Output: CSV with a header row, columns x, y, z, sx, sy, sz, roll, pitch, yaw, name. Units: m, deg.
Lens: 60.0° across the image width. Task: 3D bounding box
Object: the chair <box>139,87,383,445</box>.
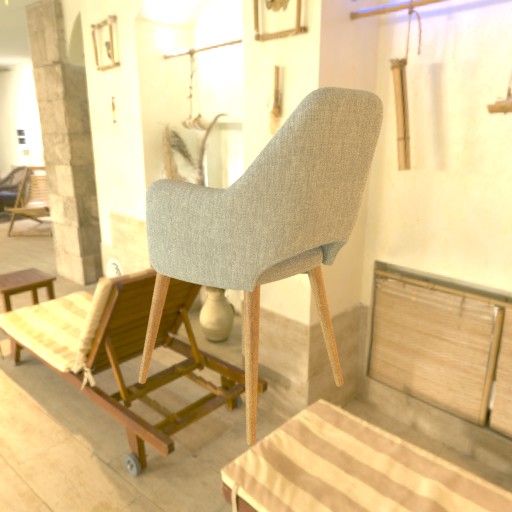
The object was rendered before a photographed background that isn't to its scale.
x,y,z,sx,sy,sz,roll,pitch,yaw,name
0.000,0.000,1.234,0.590,0.840,0.610,-15,22,-42,chair
